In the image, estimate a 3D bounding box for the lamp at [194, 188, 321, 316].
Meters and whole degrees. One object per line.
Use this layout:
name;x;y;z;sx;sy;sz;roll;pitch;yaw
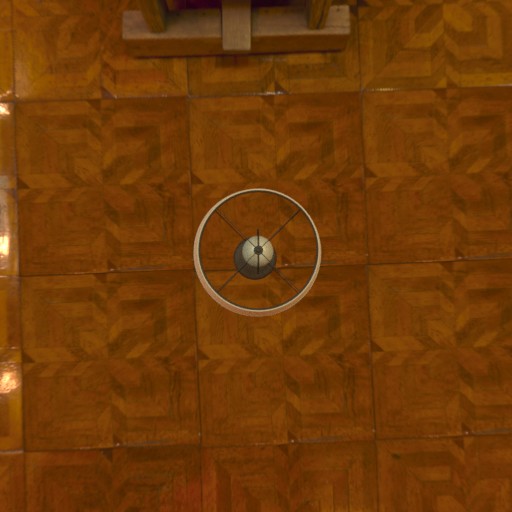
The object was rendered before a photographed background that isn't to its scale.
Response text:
lamp;0.000;0.000;1.663;0.327;1.506;0.327;0;89;0
